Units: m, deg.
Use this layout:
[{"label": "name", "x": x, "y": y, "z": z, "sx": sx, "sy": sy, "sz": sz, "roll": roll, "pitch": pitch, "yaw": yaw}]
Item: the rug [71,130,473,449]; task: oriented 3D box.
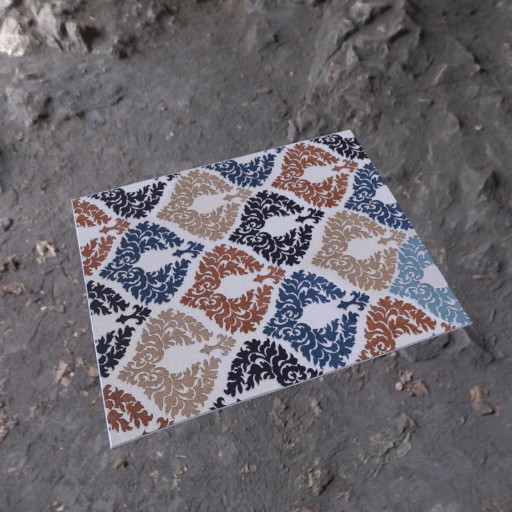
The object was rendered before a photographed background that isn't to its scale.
[{"label": "rug", "x": 0.000, "y": 0.000, "z": 4.049, "sx": 3.040, "sy": 0.014, "sz": 2.423, "roll": -16, "pitch": 60, "yaw": -10}]
